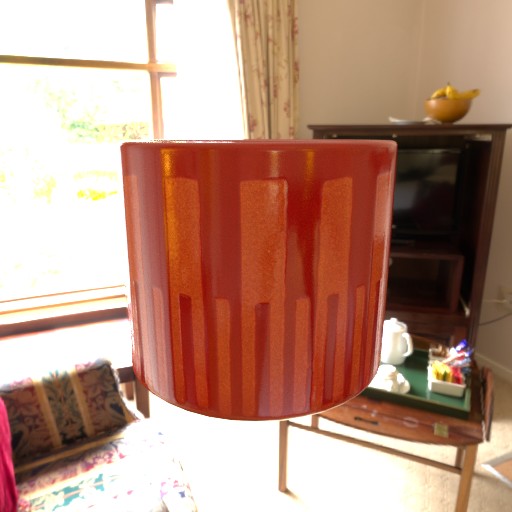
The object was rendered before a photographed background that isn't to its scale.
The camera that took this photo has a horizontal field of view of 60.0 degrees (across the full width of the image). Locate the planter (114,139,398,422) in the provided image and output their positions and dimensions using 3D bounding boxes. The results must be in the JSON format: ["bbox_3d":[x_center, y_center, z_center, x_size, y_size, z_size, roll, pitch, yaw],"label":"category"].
[{"bbox_3d":[0.000,0.000,0.400,0.230,0.202,0.230,0,15,0],"label":"planter"}]
